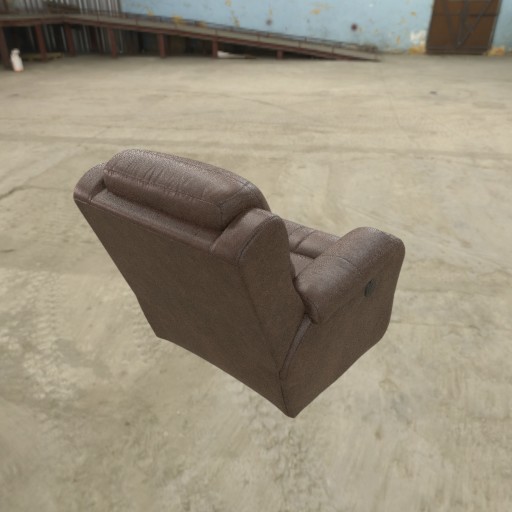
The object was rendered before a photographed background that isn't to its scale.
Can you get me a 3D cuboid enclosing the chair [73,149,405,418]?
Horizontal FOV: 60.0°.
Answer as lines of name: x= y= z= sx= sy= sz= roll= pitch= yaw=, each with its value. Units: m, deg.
chair: x=0.000 y=0.000 z=1.836 sx=0.940 sy=0.990 sz=1.067 roll=21 pitch=36 yaw=33
